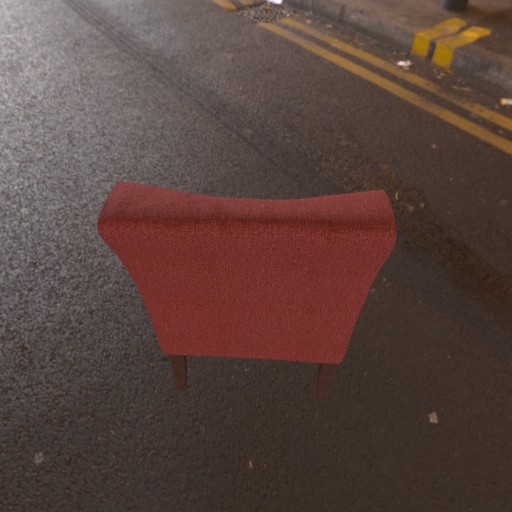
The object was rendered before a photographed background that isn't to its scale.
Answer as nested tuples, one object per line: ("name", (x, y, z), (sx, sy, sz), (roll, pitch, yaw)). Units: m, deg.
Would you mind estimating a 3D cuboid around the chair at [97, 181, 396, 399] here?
("chair", (0.000, 0.000, 1.270), (0.538, 0.846, 0.640), (3, 48, 2))
